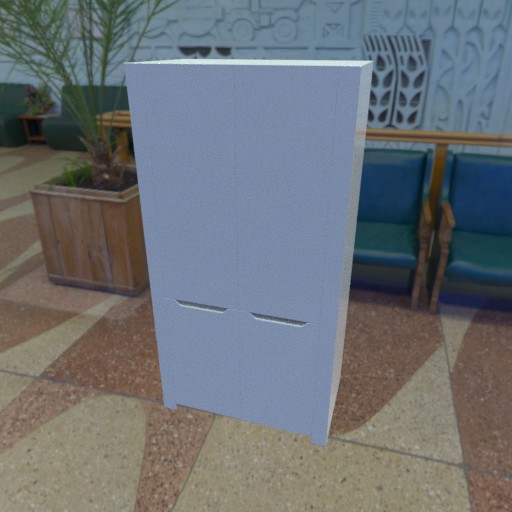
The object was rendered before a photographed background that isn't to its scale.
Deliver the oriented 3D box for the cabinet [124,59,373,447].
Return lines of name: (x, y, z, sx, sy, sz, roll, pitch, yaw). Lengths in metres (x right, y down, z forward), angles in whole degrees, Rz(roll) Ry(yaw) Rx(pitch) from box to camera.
cabinet: (0.000, 0.000, 2.391, 0.980, 1.920, 0.580, 8, 27, 16)
